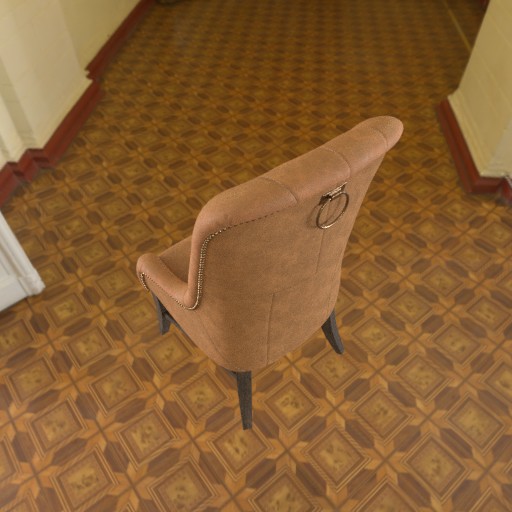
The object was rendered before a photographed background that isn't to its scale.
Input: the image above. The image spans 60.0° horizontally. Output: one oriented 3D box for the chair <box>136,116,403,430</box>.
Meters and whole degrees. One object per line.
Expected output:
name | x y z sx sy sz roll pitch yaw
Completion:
chair | 0.000 0.000 1.482 0.634 1.091 0.629 -31 54 -26
